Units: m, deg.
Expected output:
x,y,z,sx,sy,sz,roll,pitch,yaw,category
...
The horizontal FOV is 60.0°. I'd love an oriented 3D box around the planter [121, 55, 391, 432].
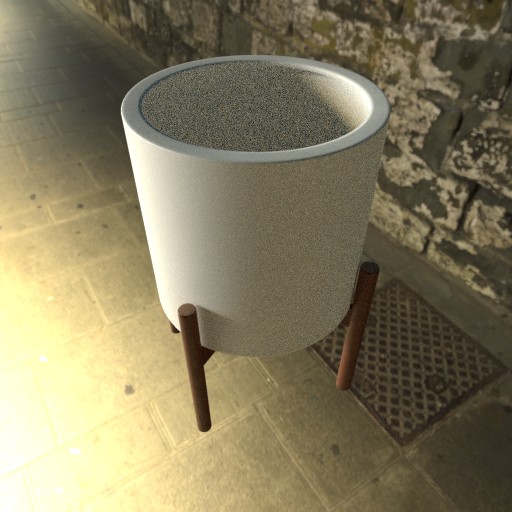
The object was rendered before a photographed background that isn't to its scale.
x,y,z,sx,sy,sz,roll,pitch,yaw,category
0.000,0.000,0.922,0.417,0.670,0.417,-13,43,-14,planter
